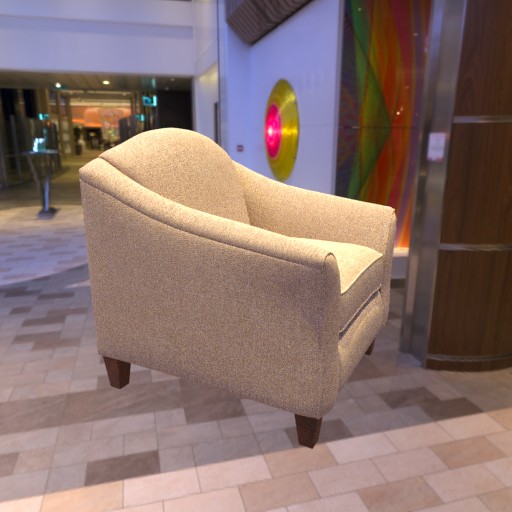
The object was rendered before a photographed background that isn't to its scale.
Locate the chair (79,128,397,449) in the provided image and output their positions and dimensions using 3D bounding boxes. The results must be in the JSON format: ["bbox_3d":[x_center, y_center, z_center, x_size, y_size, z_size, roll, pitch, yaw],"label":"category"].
[{"bbox_3d":[0.000,0.000,1.501,0.787,0.839,0.763,8,17,27],"label":"chair"}]
